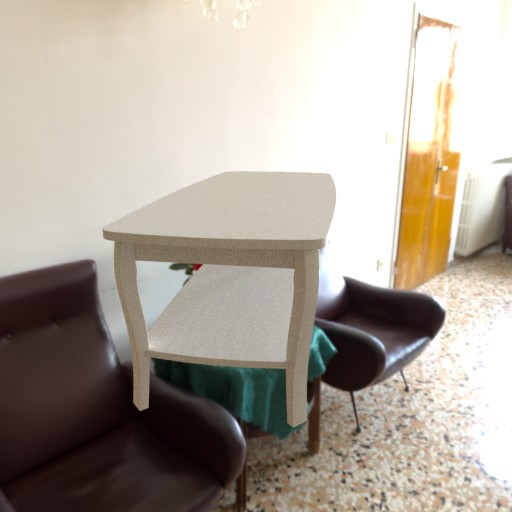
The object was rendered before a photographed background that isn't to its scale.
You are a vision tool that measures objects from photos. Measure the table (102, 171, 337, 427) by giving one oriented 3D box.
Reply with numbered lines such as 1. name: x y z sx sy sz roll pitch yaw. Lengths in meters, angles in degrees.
1. table: 0.000 0.000 1.627 0.561 0.474 1.334 3 17 9
